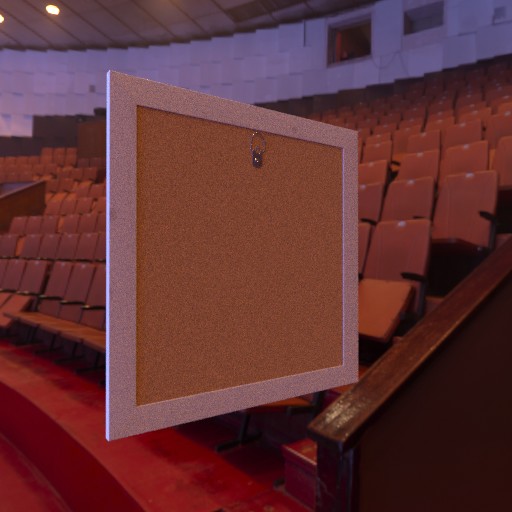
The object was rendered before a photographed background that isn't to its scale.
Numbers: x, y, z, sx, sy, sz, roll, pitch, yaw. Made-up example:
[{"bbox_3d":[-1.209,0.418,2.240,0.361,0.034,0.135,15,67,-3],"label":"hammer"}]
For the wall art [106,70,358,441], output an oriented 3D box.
[{"bbox_3d":[0.000,0.000,0.861,0.572,0.577,0.015,0,0,-36],"label":"wall art"}]
